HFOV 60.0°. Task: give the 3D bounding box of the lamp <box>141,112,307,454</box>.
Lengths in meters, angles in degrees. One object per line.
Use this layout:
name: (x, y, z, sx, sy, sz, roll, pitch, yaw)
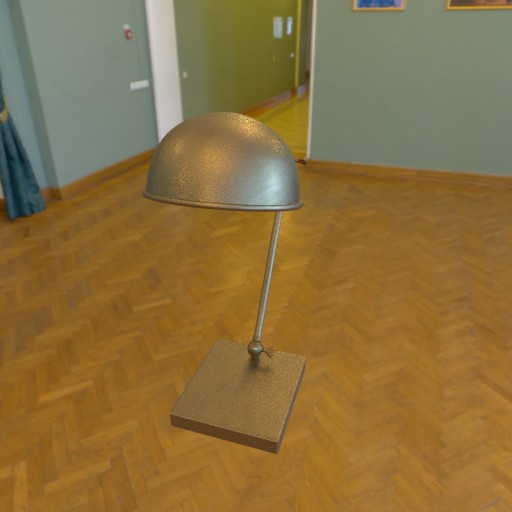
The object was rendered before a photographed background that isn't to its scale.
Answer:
lamp: (0.000, 0.000, 0.546, 0.149, 0.371, 0.339, 8, 28, 16)
